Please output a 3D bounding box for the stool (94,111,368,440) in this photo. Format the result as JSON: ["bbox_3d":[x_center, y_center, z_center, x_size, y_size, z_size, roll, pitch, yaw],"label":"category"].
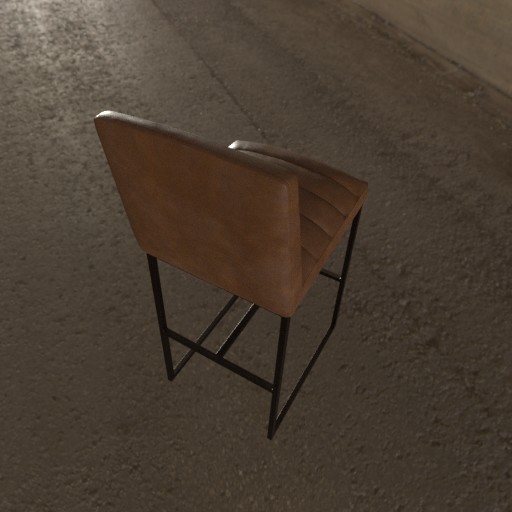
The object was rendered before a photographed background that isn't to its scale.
[{"bbox_3d":[0.000,0.000,1.335,0.463,1.065,0.562,23,50,21],"label":"stool"}]
